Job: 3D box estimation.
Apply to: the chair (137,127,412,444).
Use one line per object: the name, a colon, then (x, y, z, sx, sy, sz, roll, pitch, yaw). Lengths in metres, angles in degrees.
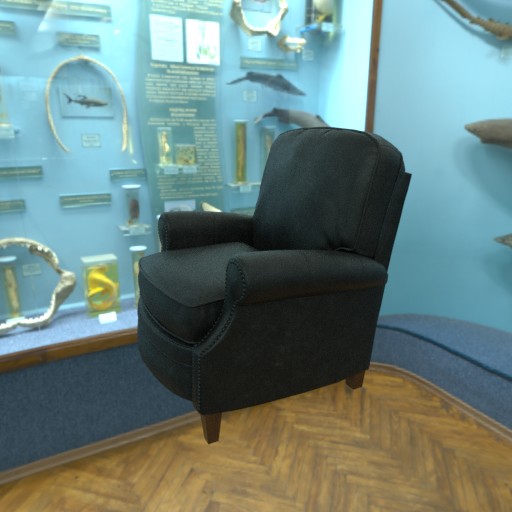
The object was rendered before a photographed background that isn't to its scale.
chair: (0.000, 0.000, 1.822, 0.986, 1.018, 0.936, -9, 19, -27)
